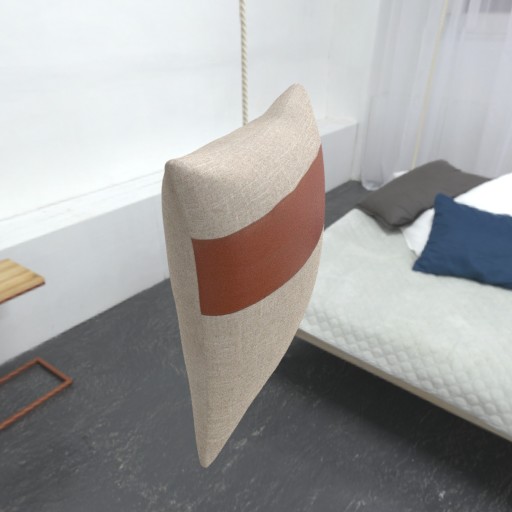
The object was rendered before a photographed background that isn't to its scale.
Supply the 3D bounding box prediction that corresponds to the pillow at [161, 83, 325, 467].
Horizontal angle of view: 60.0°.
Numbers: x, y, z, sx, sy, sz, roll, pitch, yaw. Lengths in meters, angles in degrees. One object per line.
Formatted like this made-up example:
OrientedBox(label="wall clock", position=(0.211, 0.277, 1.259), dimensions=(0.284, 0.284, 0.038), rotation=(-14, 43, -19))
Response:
OrientedBox(label="pillow", position=(0.000, 0.000, 0.623), dimensions=(0.173, 0.399, 0.414), rotation=(10, 31, 17))
